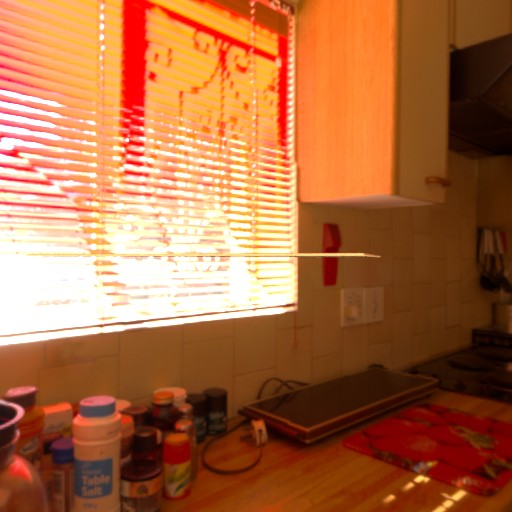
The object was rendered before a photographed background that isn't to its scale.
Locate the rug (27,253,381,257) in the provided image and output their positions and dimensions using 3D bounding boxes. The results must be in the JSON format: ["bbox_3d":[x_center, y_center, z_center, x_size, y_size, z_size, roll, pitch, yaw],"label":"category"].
[{"bbox_3d":[0.000,0.000,2.337,1.220,0.007,1.828,0,0,17],"label":"rug"}]
